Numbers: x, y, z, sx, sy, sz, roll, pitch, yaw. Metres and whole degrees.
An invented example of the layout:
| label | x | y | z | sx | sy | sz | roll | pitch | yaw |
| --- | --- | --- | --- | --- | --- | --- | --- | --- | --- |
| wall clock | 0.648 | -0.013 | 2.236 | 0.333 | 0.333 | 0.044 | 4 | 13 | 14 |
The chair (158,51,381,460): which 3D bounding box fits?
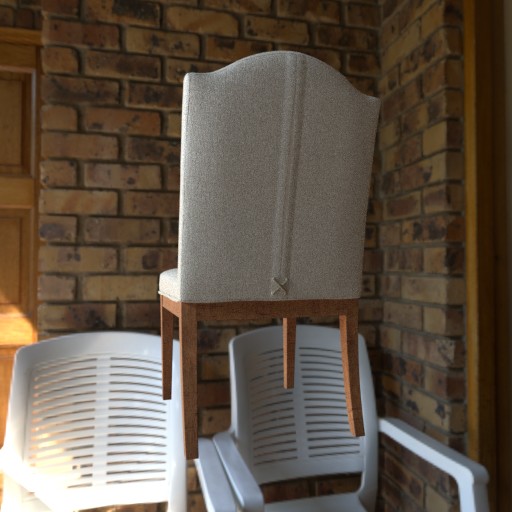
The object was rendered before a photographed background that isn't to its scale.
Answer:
| label | x | y | z | sx | sy | sz | roll | pitch | yaw |
| --- | --- | --- | --- | --- | --- | --- | --- | --- | --- |
| chair | 0.000 | 0.000 | 1.381 | 0.534 | 1.012 | 0.648 | 0 | -1 | -18 |
